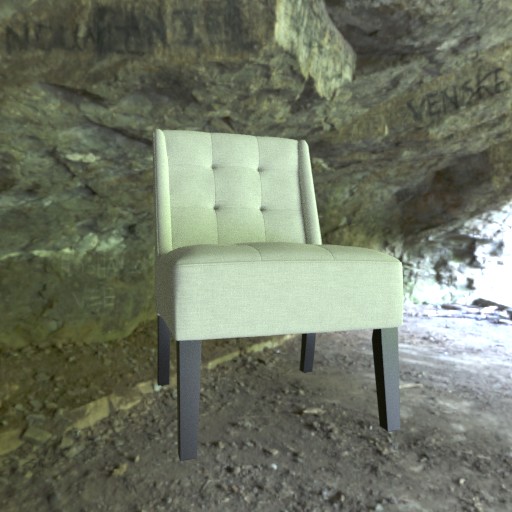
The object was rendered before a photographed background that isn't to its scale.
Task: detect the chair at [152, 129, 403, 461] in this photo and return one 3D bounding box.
[{"bbox_3d":[0.000,0.000,1.309,0.569,0.853,0.676,0,1,-17],"label":"chair"}]
